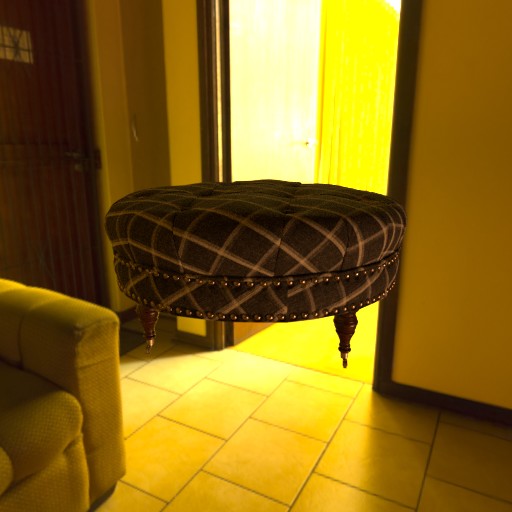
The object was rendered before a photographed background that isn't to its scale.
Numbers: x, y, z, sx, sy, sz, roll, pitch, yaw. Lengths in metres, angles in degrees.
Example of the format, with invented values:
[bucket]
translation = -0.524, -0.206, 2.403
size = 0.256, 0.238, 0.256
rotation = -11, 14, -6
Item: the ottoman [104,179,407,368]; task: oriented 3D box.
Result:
[ottoman]
translation = 0.000, 0.000, 1.397
size = 0.901, 0.439, 0.901
rotation = 0, 14, 0
